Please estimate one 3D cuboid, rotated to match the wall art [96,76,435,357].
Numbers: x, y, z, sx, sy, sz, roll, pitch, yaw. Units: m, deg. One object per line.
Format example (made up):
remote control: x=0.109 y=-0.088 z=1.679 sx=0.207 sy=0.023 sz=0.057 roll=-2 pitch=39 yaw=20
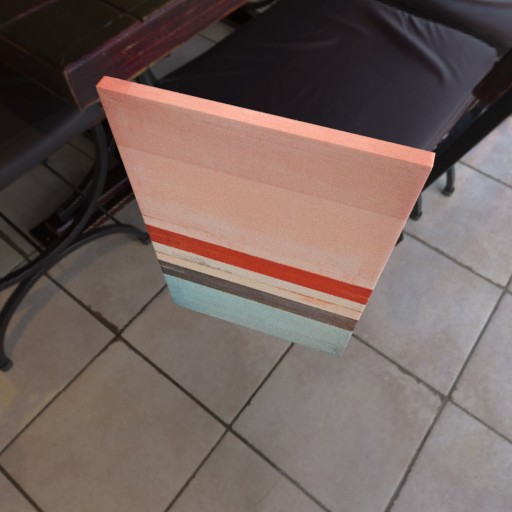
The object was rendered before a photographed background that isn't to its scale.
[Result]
wall art: x=0.000 y=0.000 z=1.158 sx=0.610 sy=0.914 sz=0.038 roll=16 pitch=60 yaw=10
